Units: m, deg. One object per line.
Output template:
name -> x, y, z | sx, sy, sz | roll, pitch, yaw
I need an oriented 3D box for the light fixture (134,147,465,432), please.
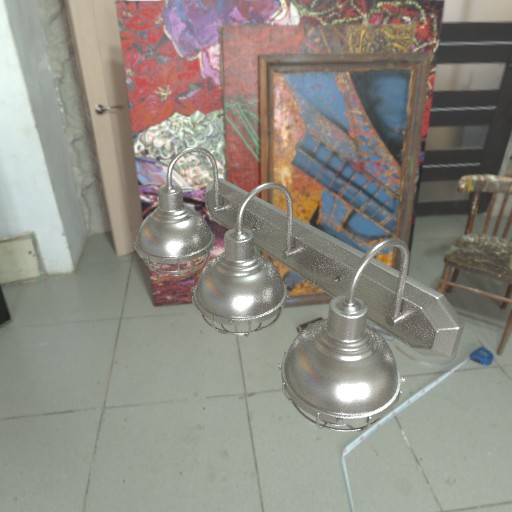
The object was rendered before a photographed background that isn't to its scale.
light fixture -> 0.000, 0.000, 0.756 | 0.229, 0.254, 0.634 | -21, 37, -31
